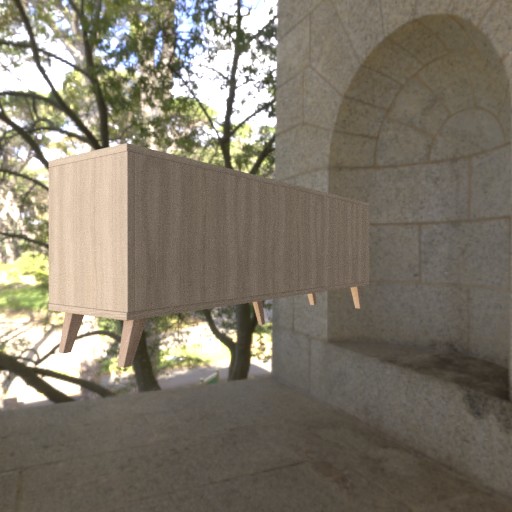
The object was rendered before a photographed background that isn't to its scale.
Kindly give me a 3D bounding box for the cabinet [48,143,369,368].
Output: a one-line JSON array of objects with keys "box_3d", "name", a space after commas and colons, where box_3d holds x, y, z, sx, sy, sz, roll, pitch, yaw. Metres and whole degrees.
[{"box_3d": [0.000, 0.000, 2.547, 0.499, 0.779, 2.198, 0, 0, 36], "name": "cabinet"}]
